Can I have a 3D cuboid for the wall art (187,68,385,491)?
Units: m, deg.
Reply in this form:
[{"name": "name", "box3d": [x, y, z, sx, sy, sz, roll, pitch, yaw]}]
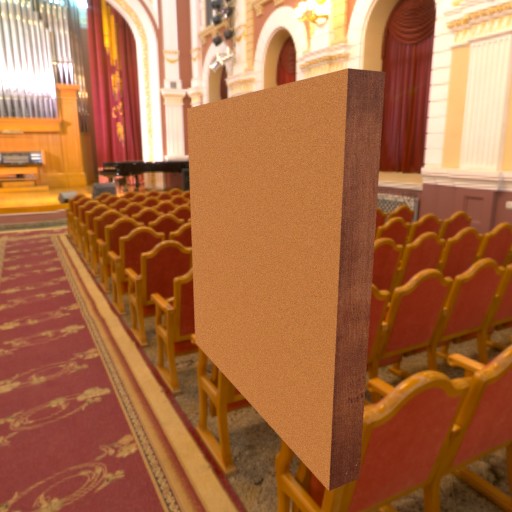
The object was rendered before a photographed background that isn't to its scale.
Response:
[{"name": "wall art", "box3d": [0.000, 0.000, 0.563, 0.038, 0.385, 0.386, -7, 15, -26]}]
